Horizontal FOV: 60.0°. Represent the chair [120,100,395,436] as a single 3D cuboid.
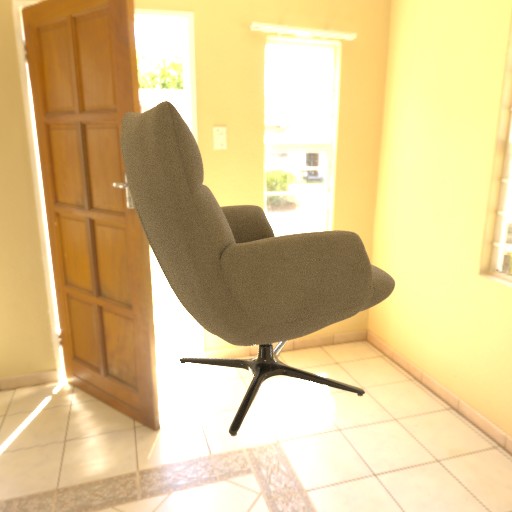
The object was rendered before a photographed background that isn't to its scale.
[{"bbox_3d":[0.000,0.000,1.630,0.889,1.016,0.711,-7,16,-26],"label":"chair"}]
